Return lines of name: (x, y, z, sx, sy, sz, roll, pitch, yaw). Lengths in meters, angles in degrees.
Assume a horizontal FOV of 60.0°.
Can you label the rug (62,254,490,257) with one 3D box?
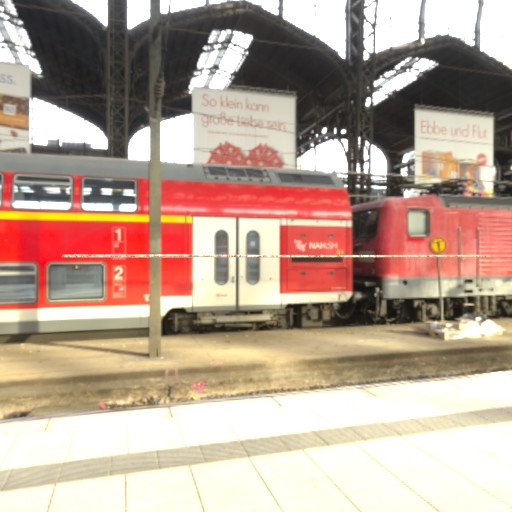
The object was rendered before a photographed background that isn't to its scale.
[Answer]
rug: (0.000, 0.000, 4.227, 3.226, 0.024, 2.436, 0, 0, -19)
